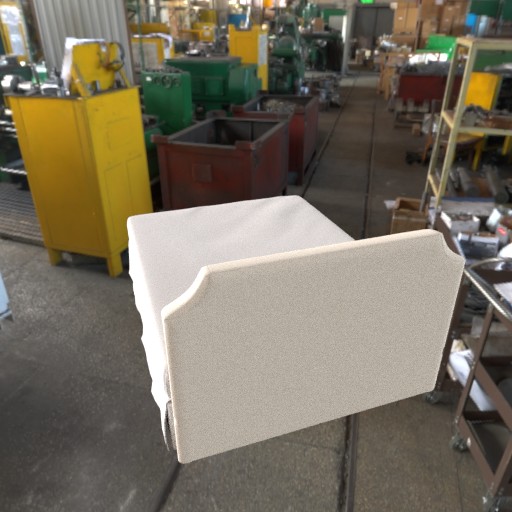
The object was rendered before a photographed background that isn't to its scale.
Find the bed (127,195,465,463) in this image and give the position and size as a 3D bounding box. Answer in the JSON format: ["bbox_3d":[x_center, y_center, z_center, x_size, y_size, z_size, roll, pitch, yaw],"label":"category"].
[{"bbox_3d":[0.000,0.000,3.620,1.977,1.293,2.498,-9,29,-17],"label":"bed"}]
